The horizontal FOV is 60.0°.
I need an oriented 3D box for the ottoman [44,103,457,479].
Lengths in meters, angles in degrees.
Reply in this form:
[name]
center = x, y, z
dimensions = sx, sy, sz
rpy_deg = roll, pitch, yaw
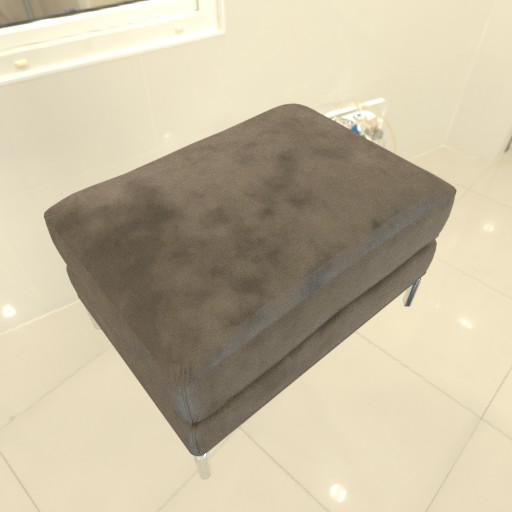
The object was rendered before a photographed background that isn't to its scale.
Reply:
[ottoman]
center = 0.000, 0.000, 1.031
dimensions = 0.719, 0.456, 0.520
rpy_deg = -32, 54, -26
